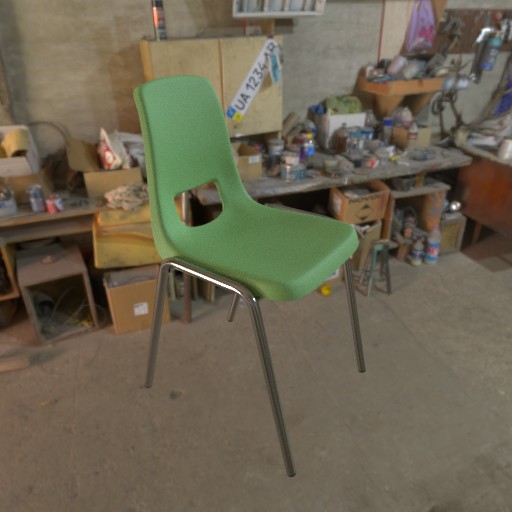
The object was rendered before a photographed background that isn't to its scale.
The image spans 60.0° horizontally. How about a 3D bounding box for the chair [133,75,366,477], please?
[{"bbox_3d":[0.000,0.000,0.958,0.436,0.704,0.381,17,32,30],"label":"chair"}]
